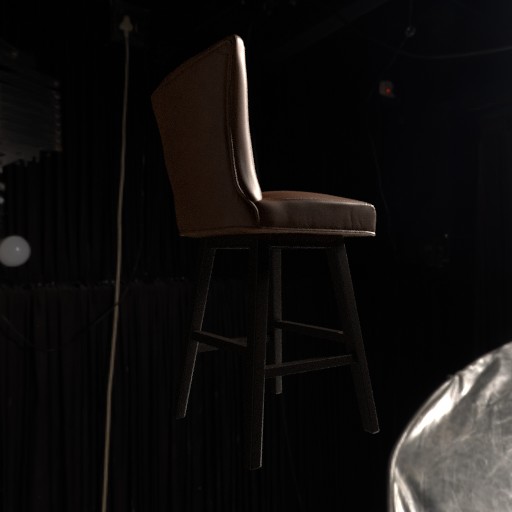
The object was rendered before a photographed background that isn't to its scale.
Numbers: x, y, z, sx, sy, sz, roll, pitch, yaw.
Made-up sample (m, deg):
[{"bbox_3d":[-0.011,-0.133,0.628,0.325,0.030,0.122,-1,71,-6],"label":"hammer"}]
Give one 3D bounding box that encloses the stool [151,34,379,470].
[{"bbox_3d":[0.000,0.000,1.423,0.585,1.094,0.522,0,0,-35],"label":"stool"}]
